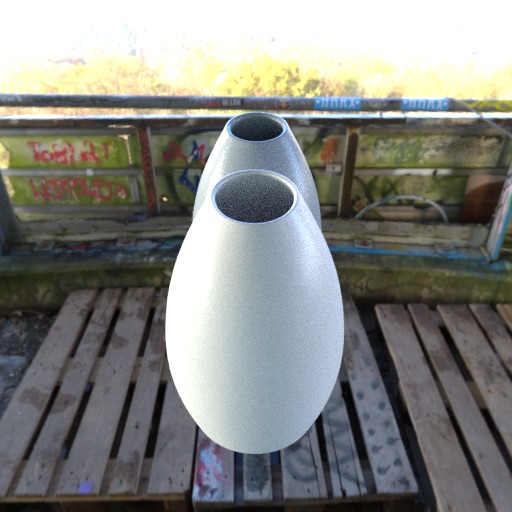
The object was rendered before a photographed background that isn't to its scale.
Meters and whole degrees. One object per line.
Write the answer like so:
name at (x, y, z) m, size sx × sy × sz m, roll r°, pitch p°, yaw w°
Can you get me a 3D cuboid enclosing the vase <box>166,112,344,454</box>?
vase at (0.000, 0.000, 0.259) m, size 0.089 × 0.131 × 0.187 m, roll 0°, pitch 33°, yaw 1°
